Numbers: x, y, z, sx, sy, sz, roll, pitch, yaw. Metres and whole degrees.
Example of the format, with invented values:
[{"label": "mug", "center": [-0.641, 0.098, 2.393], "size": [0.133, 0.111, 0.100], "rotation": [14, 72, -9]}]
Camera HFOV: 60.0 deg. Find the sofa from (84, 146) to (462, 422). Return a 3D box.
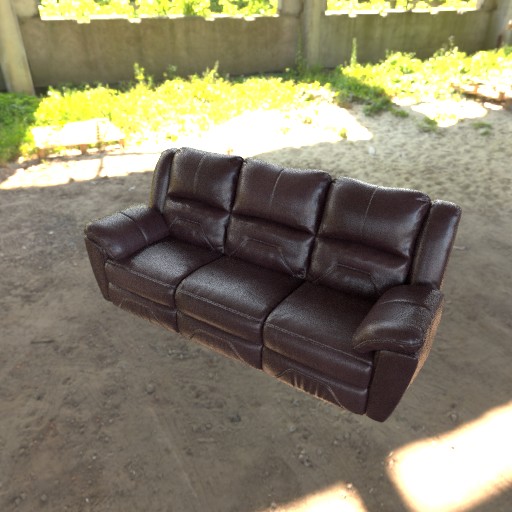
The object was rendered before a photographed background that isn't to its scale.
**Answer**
[{"label": "sofa", "center": [0.000, 0.000, 2.922], "size": [2.337, 1.043, 0.991], "rotation": [17, 34, 27]}]
